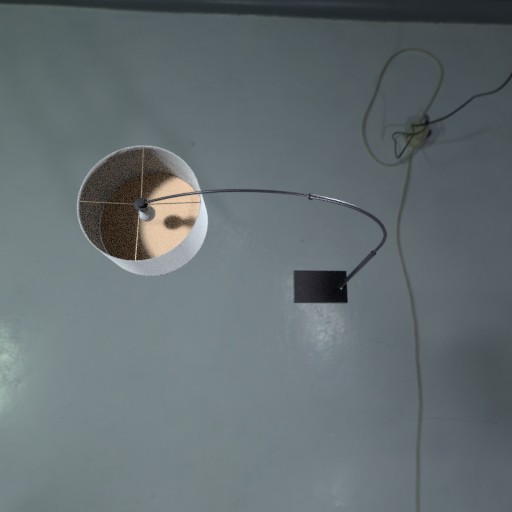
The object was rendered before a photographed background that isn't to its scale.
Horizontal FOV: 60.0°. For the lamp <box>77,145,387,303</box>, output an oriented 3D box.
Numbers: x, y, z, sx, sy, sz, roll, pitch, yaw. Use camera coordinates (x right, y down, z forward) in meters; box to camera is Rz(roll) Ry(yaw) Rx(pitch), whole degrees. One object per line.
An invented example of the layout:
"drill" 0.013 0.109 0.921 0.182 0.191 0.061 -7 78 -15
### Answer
"lamp" 0.000 0.000 2.577 1.424 1.927 0.493 0 75 0
